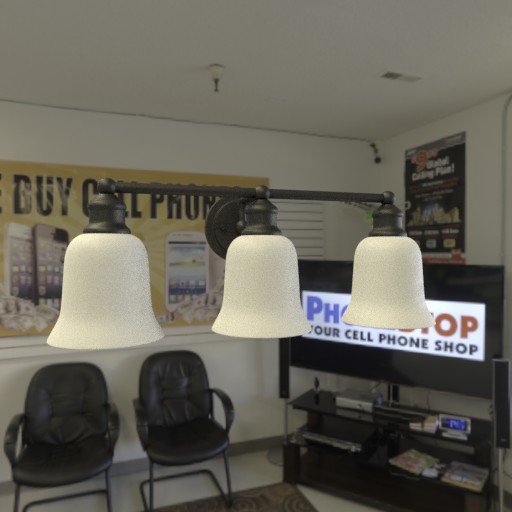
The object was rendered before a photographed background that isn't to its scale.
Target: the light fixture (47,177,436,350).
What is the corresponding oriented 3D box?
[{"bbox_3d":[0.000,0.000,0.669,0.570,0.211,0.198,0,1,-18],"label":"light fixture"}]
